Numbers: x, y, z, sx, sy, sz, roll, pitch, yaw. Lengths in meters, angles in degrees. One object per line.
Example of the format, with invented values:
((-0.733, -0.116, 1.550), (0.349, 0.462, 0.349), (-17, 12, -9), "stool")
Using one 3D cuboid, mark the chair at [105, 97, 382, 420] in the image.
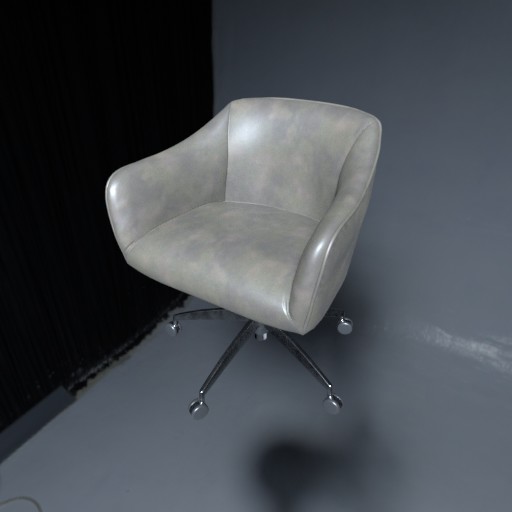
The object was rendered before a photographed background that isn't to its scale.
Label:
((0.000, 0.000, 1.372), (0.713, 0.827, 0.689), (18, 35, 28), "chair")
